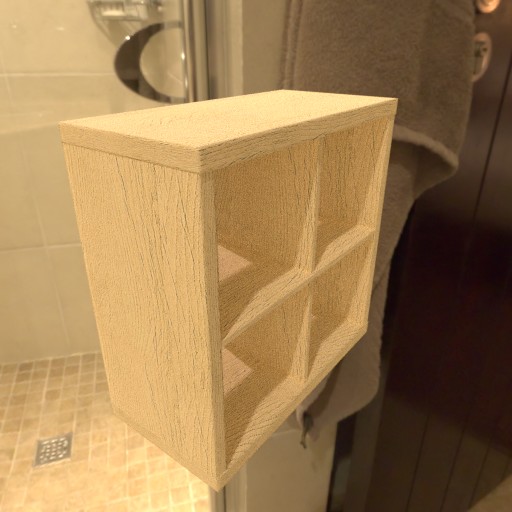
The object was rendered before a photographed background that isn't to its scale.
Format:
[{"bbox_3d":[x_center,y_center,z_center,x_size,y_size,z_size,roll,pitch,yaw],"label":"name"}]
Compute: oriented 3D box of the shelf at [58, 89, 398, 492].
[{"bbox_3d":[0.000,0.000,1.232,0.390,0.786,0.790,19,32,33],"label":"shelf"}]
